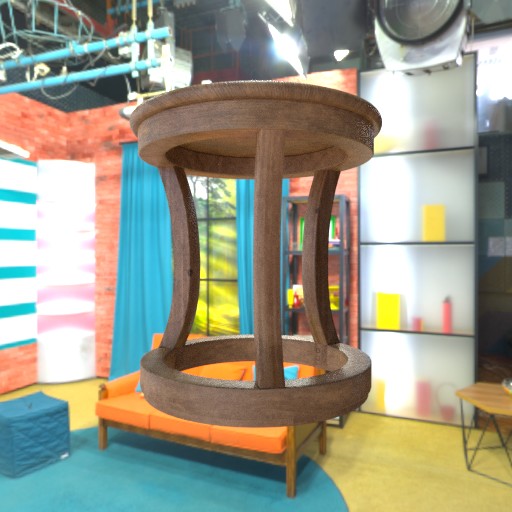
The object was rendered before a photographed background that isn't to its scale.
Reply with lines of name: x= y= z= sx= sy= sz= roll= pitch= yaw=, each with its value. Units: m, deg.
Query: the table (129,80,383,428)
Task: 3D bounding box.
table: x=0.000 y=0.000 z=0.788 sx=0.432 sy=0.460 sz=0.432 roll=0 pitch=0 yaw=0
